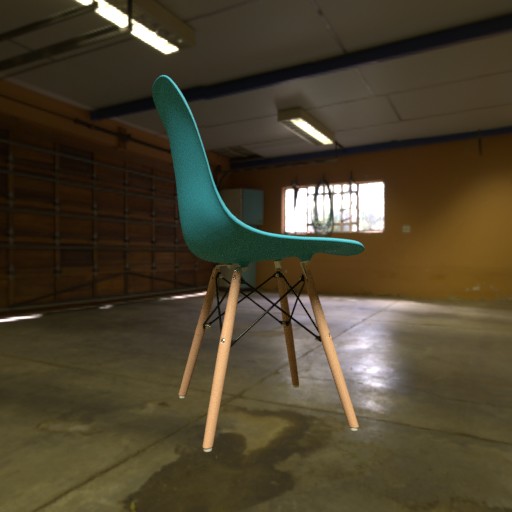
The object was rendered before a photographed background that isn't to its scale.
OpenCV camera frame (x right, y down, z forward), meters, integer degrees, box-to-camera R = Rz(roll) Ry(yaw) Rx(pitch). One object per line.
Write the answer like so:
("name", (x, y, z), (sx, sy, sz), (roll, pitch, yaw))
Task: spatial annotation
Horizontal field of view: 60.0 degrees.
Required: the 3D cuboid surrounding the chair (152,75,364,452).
("chair", (0.000, 0.000, 1.165), (0.531, 0.826, 0.470), (0, 0, -18))
